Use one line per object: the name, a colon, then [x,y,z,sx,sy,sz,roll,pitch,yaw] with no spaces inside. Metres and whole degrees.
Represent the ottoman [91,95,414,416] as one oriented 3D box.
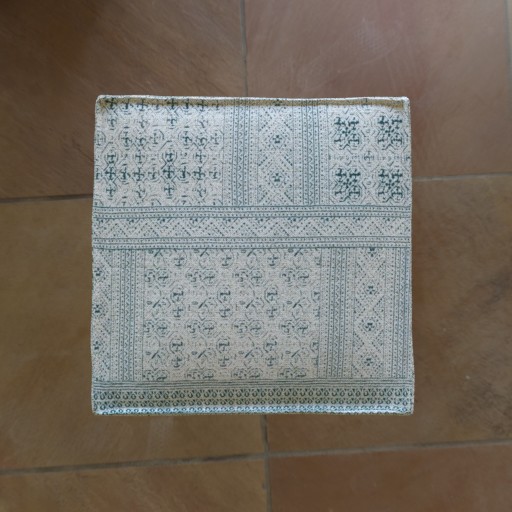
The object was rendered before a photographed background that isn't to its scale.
ottoman: [0.000,0.000,1.025,0.626,0.439,0.617,0,89,-1]
